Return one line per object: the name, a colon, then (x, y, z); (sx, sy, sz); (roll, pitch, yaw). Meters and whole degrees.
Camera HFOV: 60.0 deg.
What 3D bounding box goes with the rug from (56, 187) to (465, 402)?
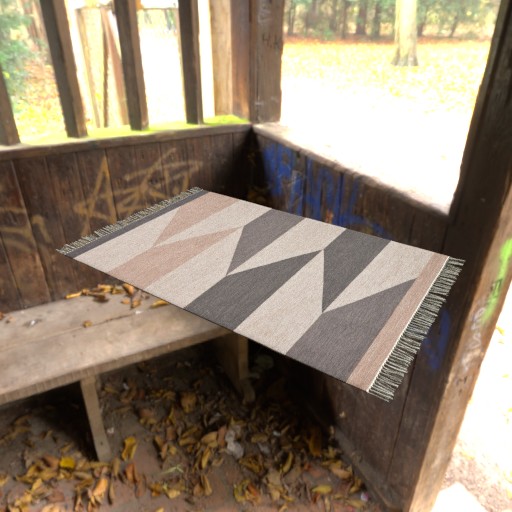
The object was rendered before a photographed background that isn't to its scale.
rug: (0.000, 0.000, 2.528); (2.021, 0.027, 1.224); (19, 35, 29)
